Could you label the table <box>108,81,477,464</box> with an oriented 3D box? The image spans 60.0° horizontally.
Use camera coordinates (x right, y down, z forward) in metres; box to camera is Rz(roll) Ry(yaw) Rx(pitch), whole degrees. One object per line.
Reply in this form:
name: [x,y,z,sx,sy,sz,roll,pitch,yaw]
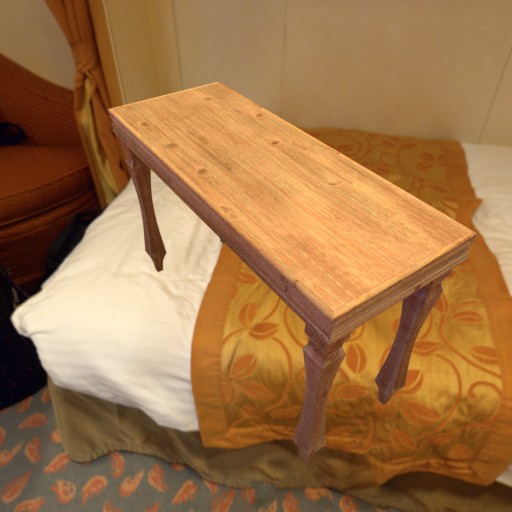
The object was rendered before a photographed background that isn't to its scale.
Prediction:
table: [0.000,0.000,1.771,0.522,0.873,1.330,-25,47,-25]
